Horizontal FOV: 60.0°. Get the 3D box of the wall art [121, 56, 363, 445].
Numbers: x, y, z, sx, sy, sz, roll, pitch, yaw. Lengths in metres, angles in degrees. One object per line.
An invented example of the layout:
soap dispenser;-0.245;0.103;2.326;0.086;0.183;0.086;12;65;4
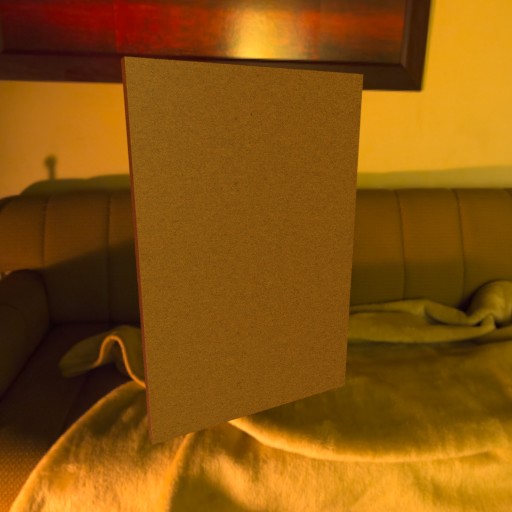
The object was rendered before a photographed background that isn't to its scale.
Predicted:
wall art;0.000;0.000;1.158;0.610;0.914;0.037;-8;17;-26
